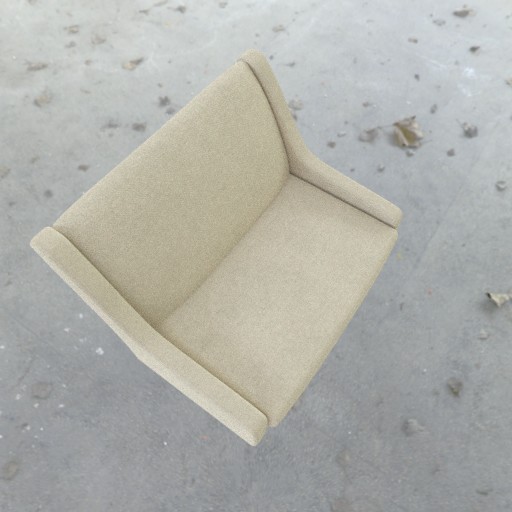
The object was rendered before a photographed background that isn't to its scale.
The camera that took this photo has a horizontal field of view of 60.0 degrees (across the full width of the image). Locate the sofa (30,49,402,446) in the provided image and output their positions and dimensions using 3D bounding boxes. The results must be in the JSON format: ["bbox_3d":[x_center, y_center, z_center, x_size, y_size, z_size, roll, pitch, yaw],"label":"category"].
[{"bbox_3d":[0.000,0.000,1.920,0.946,0.976,1.212,31,64,17],"label":"sofa"}]
